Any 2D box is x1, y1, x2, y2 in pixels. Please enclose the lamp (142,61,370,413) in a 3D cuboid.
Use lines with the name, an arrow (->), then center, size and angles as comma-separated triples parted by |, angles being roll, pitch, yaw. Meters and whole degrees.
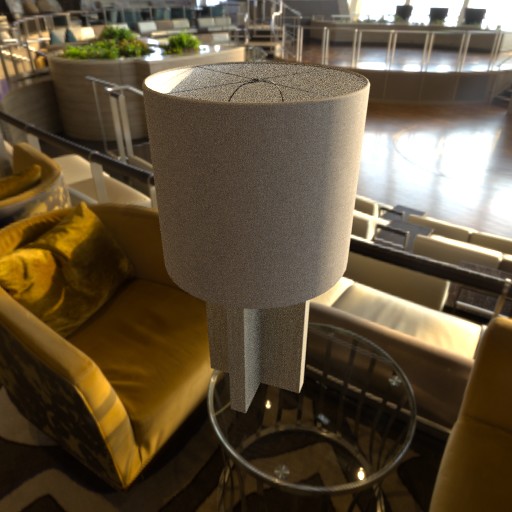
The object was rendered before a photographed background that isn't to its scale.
lamp -> 0.000, 0.000, 0.566 | 0.229, 0.428, 0.229 | 11, 33, 17
